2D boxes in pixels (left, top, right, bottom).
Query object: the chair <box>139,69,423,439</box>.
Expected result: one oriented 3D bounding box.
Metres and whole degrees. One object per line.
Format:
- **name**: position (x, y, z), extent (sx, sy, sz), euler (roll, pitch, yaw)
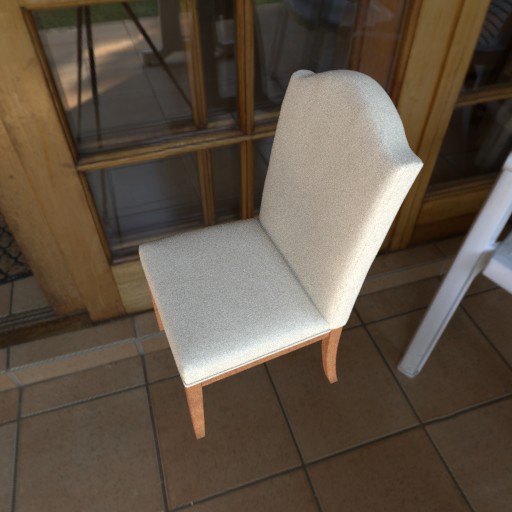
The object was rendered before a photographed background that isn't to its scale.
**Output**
- **chair**: position (0.000, 0.000, 1.360), extent (0.648, 1.012, 0.534), euler (-17, 48, -16)
